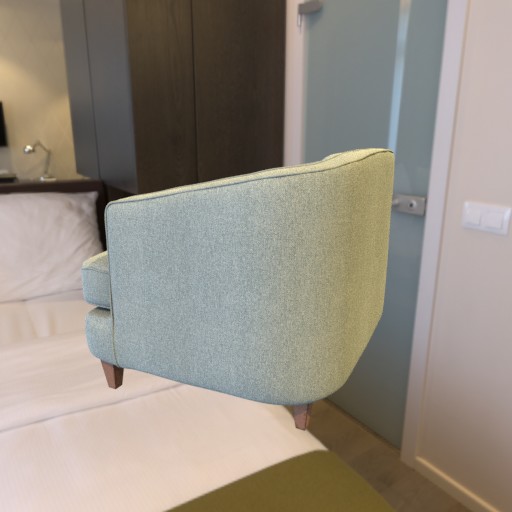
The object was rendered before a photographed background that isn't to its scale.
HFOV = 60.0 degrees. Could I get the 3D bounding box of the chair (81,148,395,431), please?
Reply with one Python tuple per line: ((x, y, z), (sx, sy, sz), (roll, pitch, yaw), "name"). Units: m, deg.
((0.000, 0.000, 1.791), (0.945, 0.852, 1.094), (8, 17, 25), "chair")
